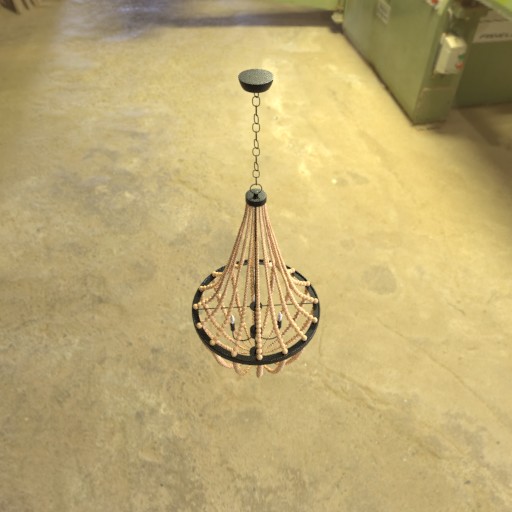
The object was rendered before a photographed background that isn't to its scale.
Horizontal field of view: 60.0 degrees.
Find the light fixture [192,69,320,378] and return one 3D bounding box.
[{"bbox_3d":[0.000,0.000,1.378,0.450,1.133,0.450,0,46,0],"label":"light fixture"}]
